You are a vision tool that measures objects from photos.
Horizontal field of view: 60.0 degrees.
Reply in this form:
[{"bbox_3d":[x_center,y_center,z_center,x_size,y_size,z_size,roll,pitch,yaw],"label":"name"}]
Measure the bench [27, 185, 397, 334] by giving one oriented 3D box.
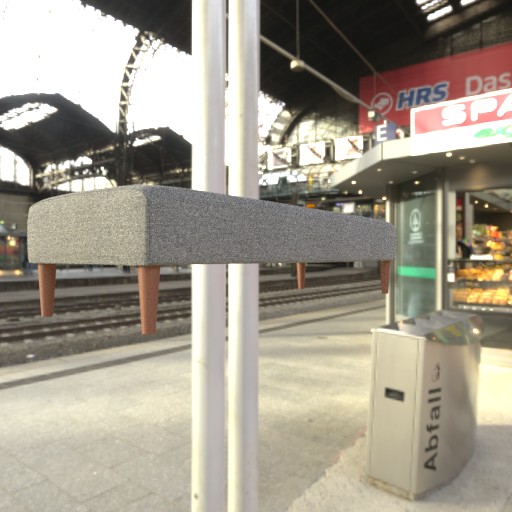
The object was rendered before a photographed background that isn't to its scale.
[{"bbox_3d":[0.000,0.000,1.840,0.631,0.384,1.598,0,0,38],"label":"bench"}]
